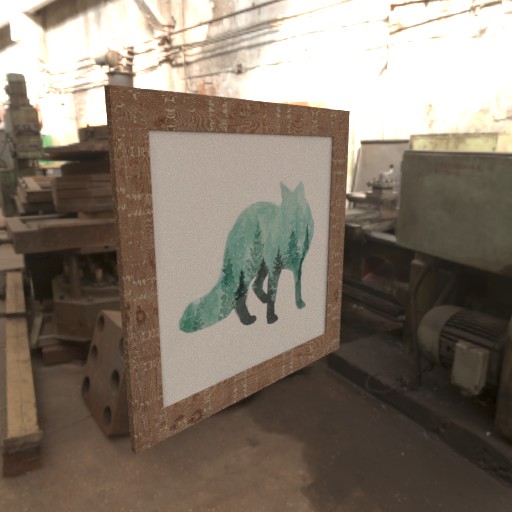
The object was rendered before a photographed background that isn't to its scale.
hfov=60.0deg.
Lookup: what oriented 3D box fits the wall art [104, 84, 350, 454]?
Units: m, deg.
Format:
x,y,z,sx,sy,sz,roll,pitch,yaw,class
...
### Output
x,y,z,sx,sy,sz,roll,pitch,yaw,class
0.000,0.000,0.580,0.384,0.384,0.012,-13,19,-43,wall art
